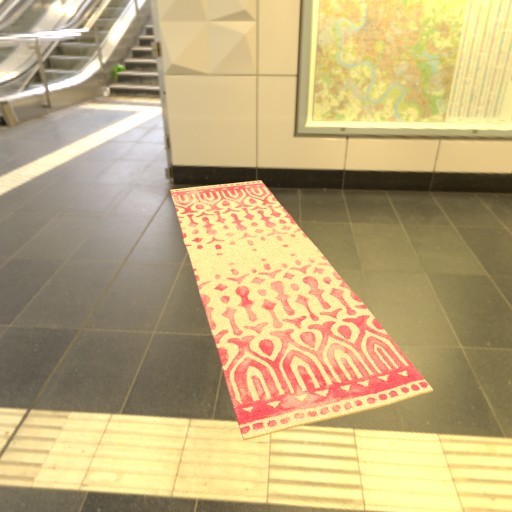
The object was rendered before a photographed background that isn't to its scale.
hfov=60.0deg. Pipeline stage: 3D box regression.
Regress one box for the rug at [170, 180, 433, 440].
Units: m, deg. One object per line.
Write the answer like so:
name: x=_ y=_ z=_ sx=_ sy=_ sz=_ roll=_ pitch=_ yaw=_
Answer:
rug: x=0.000 y=0.000 z=2.659 sx=0.787 sy=0.011 sz=2.458 roll=-8 pitch=31 yaw=-13
